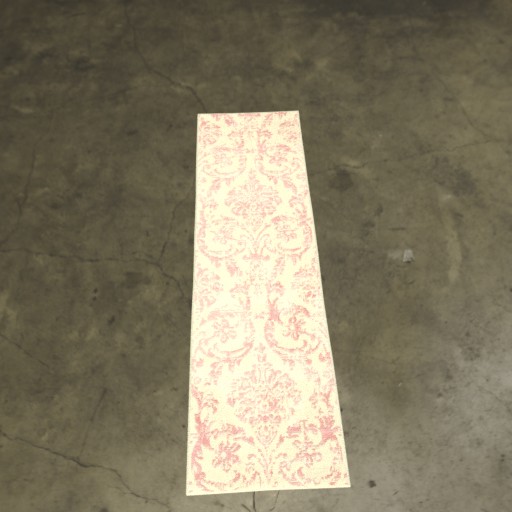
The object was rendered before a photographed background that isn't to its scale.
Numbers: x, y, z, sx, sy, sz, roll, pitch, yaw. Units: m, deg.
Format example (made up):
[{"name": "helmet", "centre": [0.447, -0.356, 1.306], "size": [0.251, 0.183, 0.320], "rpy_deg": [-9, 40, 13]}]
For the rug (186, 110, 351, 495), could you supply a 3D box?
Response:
[{"name": "rug", "centre": [0.000, 0.000, 2.335], "size": [0.662, 0.011, 2.196], "rpy_deg": [-2, 59, -1]}]
